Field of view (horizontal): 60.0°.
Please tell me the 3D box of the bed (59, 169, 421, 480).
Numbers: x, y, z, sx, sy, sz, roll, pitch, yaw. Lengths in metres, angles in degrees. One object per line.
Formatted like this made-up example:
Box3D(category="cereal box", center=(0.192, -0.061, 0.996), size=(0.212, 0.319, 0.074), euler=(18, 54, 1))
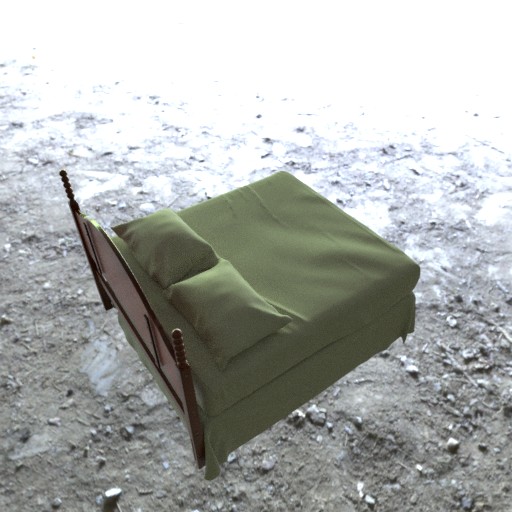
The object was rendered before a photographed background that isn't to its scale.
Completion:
Box3D(category="bed", center=(0.000, 0.000, 3.273), size=(2.040, 1.356, 1.873), euler=(-25, 48, -25))
